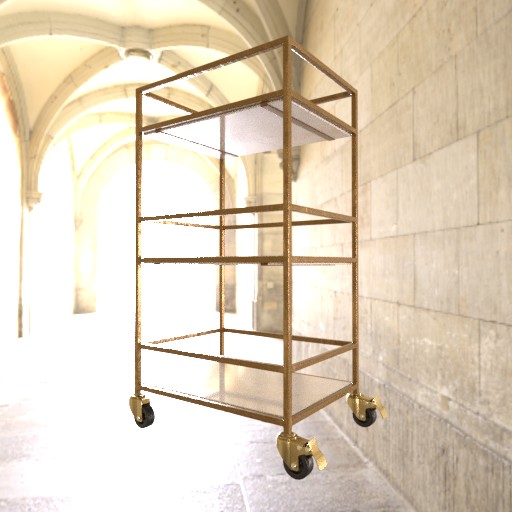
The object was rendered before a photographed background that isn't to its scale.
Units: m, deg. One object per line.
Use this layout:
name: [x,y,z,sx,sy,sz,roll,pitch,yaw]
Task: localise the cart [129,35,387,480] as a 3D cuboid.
cart: [0.000,0.000,0.991,0.483,0.761,0.332,-1,-1,36]
